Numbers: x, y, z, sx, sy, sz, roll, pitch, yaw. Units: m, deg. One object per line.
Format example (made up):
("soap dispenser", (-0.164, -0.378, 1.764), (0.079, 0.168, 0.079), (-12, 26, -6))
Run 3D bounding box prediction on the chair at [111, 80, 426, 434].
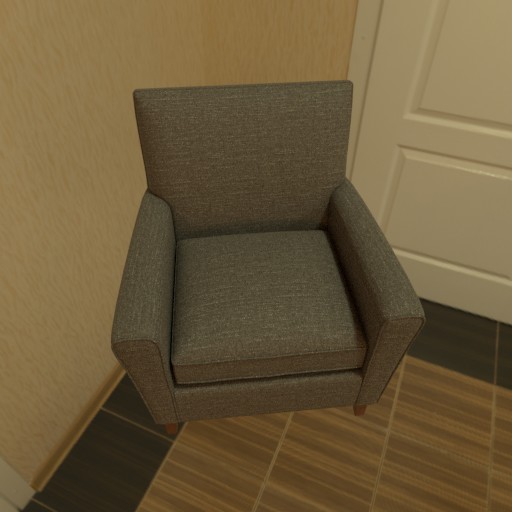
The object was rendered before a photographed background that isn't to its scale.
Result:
("chair", (0.000, 0.000, 1.561), (0.838, 0.885, 0.875), (-4, 45, -4))
